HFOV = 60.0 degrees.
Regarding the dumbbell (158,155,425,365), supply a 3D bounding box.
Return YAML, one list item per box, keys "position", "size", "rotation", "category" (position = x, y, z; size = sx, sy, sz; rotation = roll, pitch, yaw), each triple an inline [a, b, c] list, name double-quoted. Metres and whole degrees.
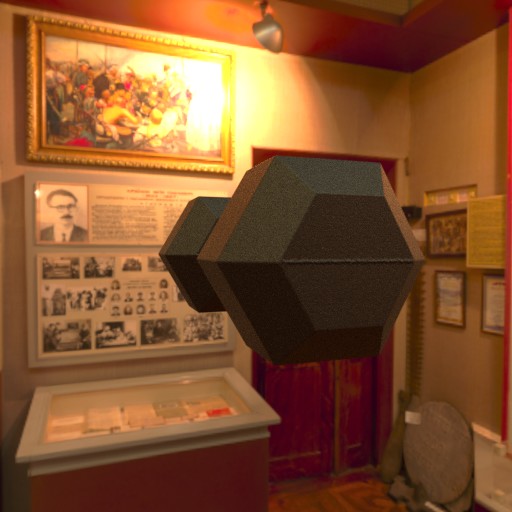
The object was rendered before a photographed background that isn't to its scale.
- position: [0.000, 0.000, 0.445]
  size: [0.157, 0.137, 0.361]
  rotation: [0, 1, -19]
  category: "dumbbell"
